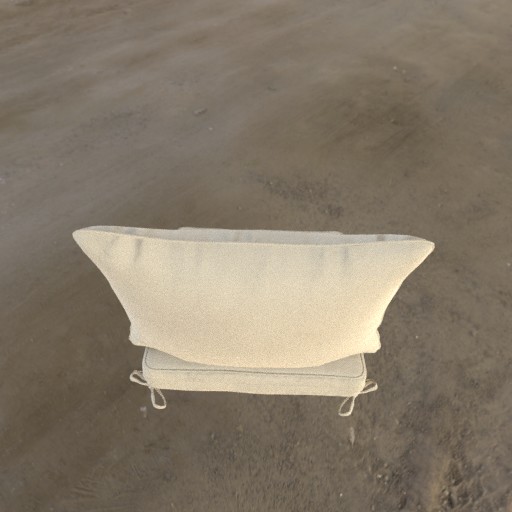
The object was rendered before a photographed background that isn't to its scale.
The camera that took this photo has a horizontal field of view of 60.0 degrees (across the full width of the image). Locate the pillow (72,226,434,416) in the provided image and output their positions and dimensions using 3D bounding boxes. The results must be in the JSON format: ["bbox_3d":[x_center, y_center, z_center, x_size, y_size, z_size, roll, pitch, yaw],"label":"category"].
[{"bbox_3d":[0.000,0.000,1.373,0.798,0.716,0.733,2,46,2],"label":"pillow"}]
